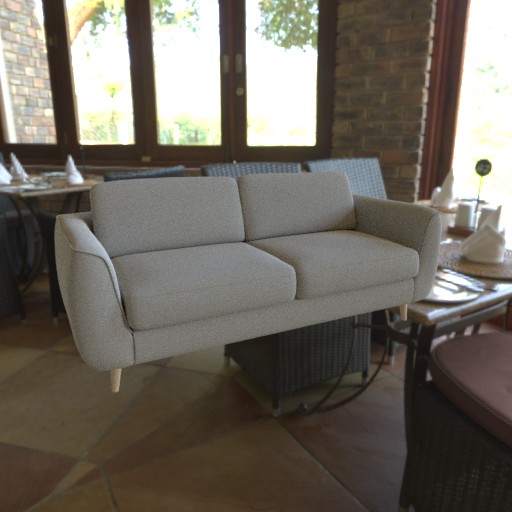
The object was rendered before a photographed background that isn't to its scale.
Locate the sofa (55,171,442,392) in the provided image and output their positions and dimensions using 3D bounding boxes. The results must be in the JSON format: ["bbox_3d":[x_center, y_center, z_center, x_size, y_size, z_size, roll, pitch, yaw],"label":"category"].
[{"bbox_3d":[0.000,0.000,2.455,2.000,0.850,0.920,-8,17,-26],"label":"sofa"}]
